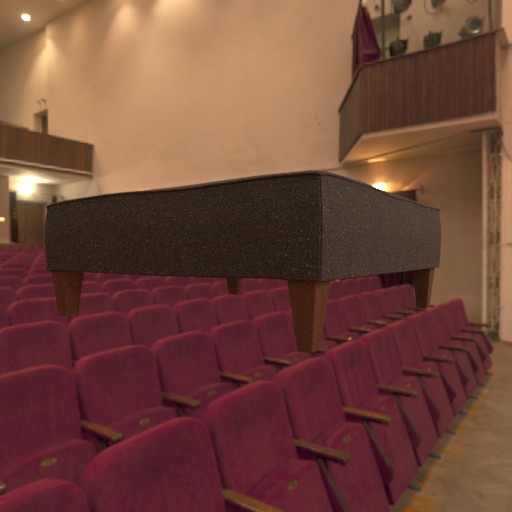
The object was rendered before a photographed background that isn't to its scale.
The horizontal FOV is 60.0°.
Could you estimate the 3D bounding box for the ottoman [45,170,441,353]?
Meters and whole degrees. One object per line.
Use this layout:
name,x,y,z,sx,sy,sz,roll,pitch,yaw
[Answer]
ottoman,0.000,0.000,1.535,1.004,0.382,0.968,0,1,35
